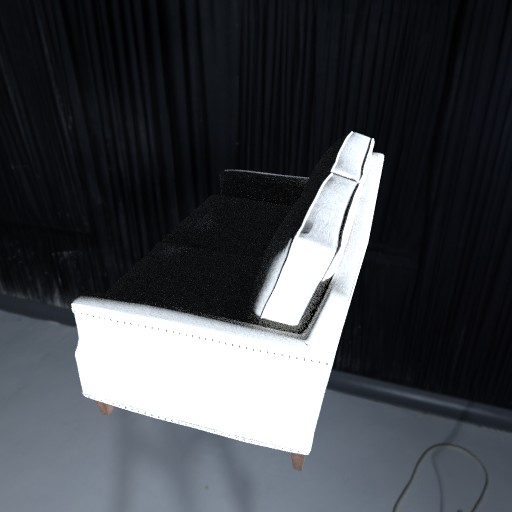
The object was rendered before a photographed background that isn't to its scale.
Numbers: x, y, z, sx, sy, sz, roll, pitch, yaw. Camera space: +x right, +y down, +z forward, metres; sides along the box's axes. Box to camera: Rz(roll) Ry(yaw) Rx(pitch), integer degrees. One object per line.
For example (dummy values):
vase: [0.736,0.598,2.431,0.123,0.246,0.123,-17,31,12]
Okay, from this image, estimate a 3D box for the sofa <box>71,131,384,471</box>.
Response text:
sofa: [0.000,0.000,2.231,1.084,1.003,1.597,9,31,15]
